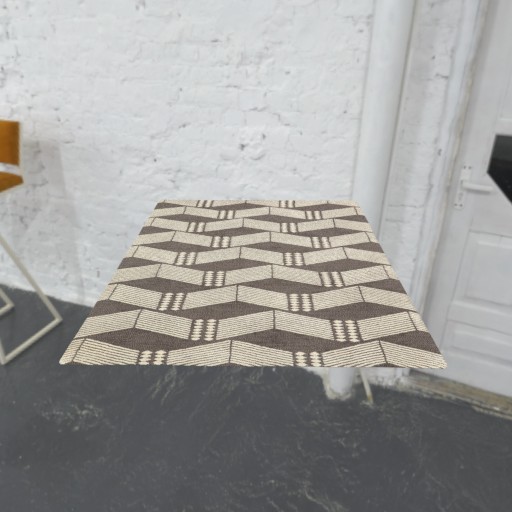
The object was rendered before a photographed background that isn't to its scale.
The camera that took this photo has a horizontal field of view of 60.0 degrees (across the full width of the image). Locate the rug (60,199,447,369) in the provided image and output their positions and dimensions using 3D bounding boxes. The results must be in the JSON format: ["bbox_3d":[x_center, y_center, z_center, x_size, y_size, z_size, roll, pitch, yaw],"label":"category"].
[{"bbox_3d":[0.000,0.000,4.121,2.438,0.016,3.048,0,27,1],"label":"rug"}]
